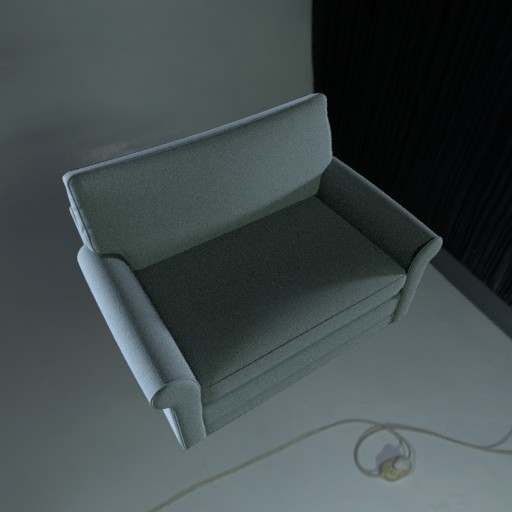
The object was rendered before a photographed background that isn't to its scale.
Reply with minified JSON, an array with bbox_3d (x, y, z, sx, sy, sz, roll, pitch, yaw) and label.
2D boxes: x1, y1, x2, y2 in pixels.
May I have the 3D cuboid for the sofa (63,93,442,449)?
[{"bbox_3d":[0.000,0.000,2.032,1.410,0.953,0.940,-25,51,-22],"label":"sofa"}]
